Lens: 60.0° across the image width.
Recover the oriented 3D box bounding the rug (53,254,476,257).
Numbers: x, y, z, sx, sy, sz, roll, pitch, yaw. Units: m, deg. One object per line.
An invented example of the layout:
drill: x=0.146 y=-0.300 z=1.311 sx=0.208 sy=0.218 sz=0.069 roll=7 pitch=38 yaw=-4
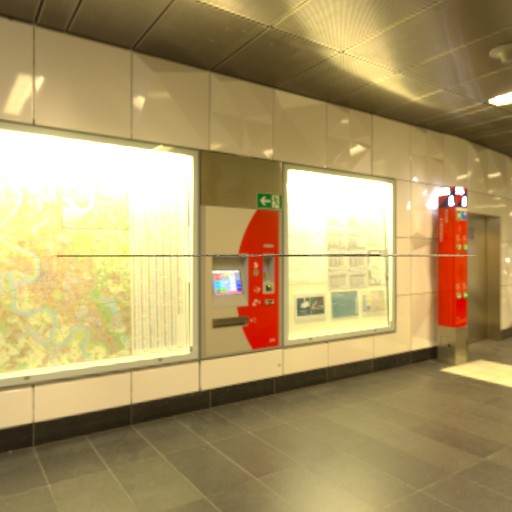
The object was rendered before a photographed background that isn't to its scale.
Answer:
rug: x=0.000 y=0.000 z=2.988 sx=2.440 sy=0.010 sz=1.529 roll=0 pitch=0 yaw=36
